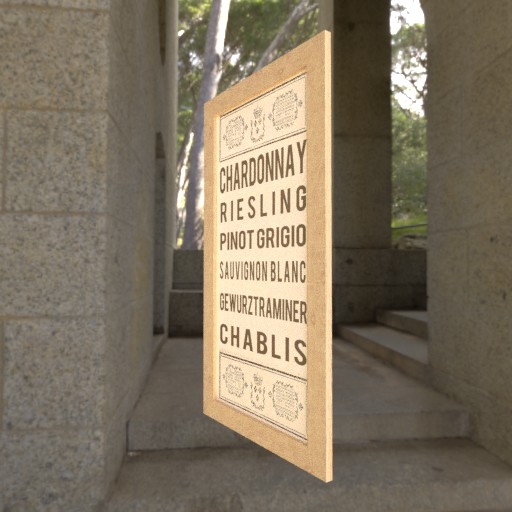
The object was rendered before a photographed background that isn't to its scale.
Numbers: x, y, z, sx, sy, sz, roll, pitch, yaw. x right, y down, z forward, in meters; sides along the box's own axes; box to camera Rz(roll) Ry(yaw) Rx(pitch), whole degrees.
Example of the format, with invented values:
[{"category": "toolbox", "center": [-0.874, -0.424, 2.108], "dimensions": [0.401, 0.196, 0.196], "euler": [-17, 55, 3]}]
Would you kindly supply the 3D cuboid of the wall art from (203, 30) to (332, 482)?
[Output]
[{"category": "wall art", "center": [0.000, 0.000, 0.827], "dimensions": [0.013, 0.683, 0.381], "euler": [1, -1, -35]}]
